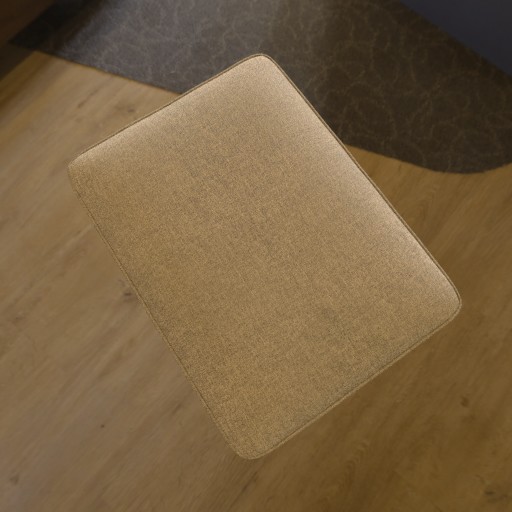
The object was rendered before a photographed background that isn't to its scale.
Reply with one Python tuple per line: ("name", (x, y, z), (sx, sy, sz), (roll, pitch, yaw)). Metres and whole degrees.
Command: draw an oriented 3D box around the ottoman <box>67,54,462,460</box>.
("ottoman", (0.000, 0.000, 1.309), (0.661, 0.561, 0.889), (-33, 77, -8))
